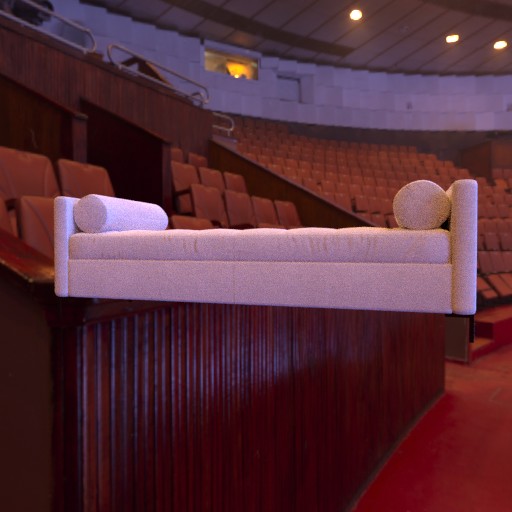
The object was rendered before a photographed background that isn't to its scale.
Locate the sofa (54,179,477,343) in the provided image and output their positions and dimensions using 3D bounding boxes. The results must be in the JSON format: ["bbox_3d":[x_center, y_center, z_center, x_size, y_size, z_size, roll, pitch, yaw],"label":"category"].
[{"bbox_3d":[0.000,0.000,2.302,1.981,0.635,0.686,0,1,18],"label":"sofa"}]
